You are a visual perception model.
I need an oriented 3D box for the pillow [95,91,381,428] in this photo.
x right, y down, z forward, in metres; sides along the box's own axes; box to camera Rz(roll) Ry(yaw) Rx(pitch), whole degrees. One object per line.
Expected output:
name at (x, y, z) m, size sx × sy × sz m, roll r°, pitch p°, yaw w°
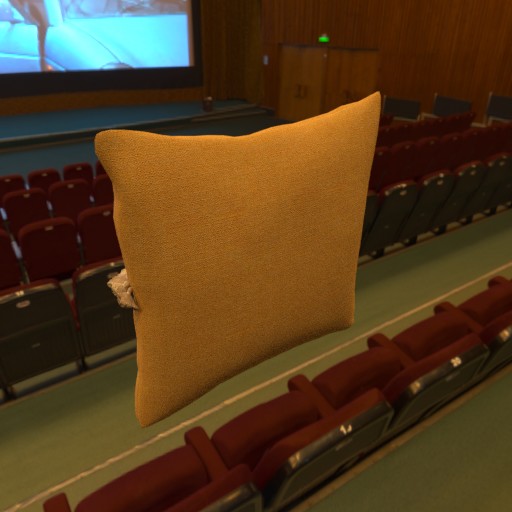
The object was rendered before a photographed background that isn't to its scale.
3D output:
pillow at (0.000, 0.000, 0.737) m, size 0.485 × 0.481 × 0.167 m, roll -19°, pitch 35°, yaw -29°
